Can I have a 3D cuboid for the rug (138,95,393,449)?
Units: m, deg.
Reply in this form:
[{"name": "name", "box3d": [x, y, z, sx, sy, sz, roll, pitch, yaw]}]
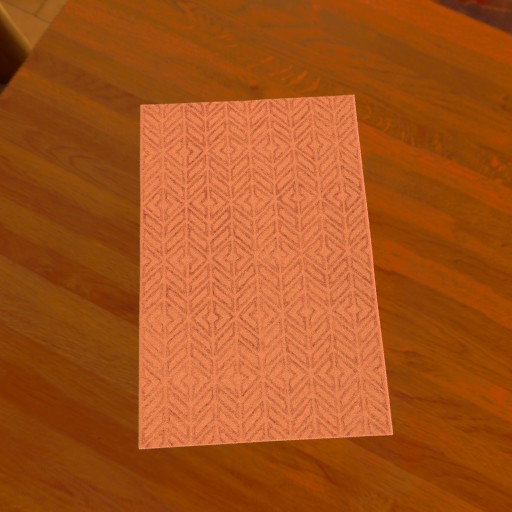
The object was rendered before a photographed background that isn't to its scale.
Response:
[{"name": "rug", "box3d": [0.000, 0.000, 2.325, 1.220, 0.007, 1.828, -3, 77, -1]}]
